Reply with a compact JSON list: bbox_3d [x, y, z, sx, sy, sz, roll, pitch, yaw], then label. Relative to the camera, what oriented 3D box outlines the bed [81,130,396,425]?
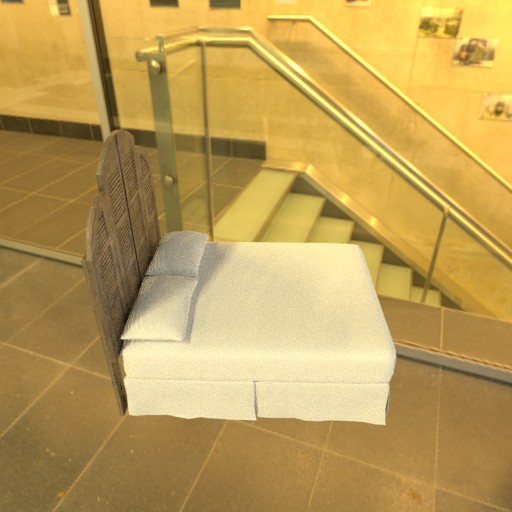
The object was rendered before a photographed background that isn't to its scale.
[{"bbox_3d":[0.000,0.000,3.639,2.138,2.019,1.713,1,33,1],"label":"bed"}]
